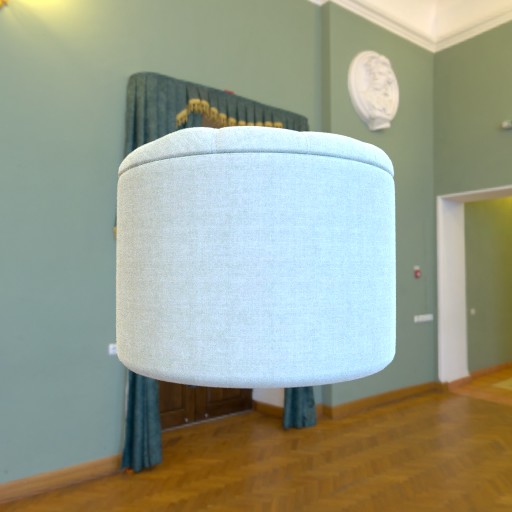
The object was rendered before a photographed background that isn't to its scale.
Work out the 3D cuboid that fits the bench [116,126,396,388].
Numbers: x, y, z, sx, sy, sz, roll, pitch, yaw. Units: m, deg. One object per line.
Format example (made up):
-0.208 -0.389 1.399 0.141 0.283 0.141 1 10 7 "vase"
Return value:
0.000 0.000 0.999 0.600 0.453 0.600 0 -2 0 "bench"
